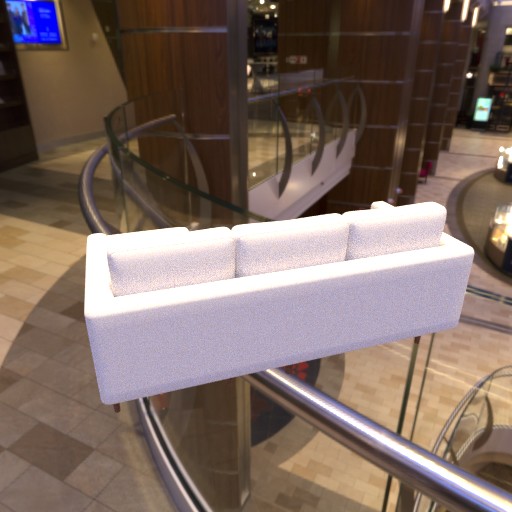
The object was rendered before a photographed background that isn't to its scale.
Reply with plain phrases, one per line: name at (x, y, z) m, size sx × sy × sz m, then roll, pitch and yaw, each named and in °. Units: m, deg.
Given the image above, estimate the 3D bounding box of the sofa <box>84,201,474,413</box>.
sofa at (0.000, 0.000, 2.890) m, size 2.029 × 0.899 × 1.580 m, roll -8°, pitch 26°, yaw -17°
